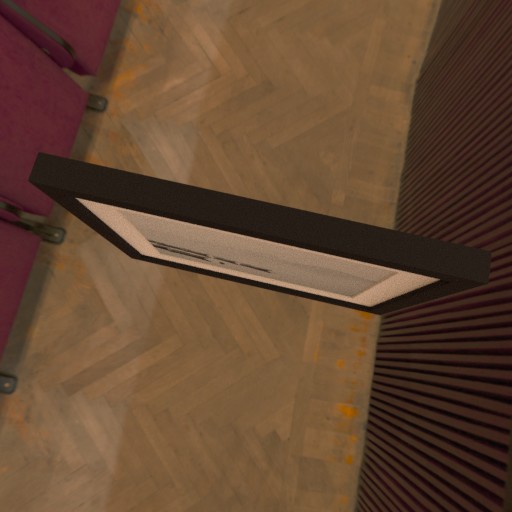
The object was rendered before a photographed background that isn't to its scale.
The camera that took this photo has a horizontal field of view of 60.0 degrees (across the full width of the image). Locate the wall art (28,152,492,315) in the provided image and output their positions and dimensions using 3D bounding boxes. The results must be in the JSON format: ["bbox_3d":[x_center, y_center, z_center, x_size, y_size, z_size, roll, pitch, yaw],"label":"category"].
[{"bbox_3d":[0.000,0.000,0.534,0.397,0.325,0.028,13,78,3],"label":"wall art"}]
